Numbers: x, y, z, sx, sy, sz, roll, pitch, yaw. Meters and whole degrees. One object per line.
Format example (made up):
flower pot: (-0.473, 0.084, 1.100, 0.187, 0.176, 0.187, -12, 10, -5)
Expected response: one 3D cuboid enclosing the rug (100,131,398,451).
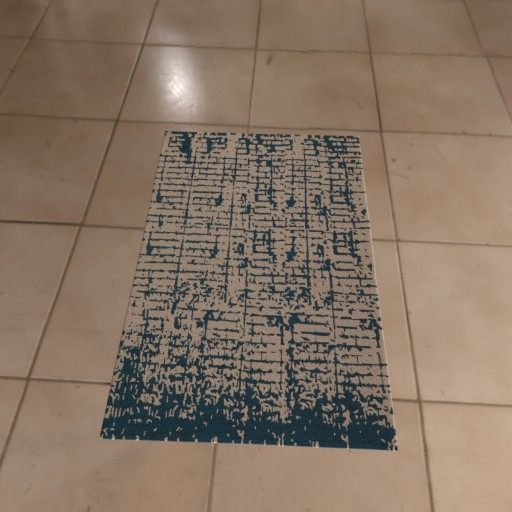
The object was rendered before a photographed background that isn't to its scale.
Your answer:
rug: (0.000, 0.000, 2.299, 1.220, 0.007, 1.828, 2, 58, 1)
